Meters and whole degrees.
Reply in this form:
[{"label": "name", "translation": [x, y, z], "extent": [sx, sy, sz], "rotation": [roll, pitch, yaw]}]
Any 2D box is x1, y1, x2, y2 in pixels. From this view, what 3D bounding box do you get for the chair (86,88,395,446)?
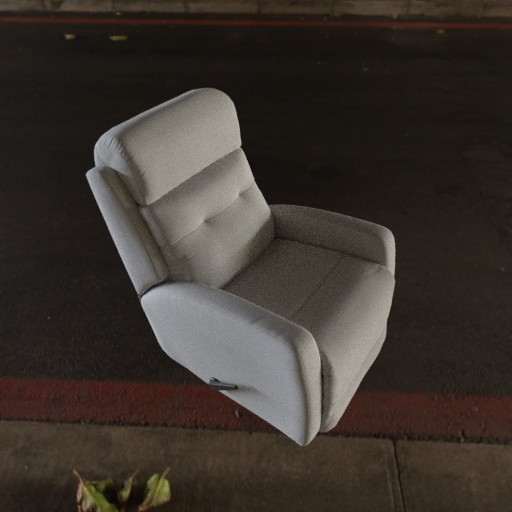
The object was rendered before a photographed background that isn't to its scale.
[{"label": "chair", "translation": [0.000, 0.000, 1.741], "extent": [1.043, 1.013, 0.798], "rotation": [25, 47, 26]}]
